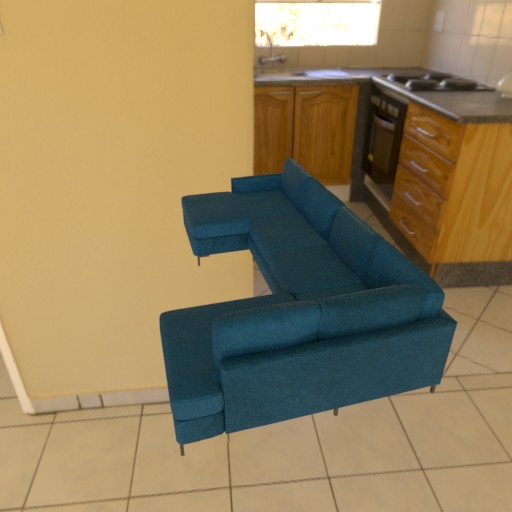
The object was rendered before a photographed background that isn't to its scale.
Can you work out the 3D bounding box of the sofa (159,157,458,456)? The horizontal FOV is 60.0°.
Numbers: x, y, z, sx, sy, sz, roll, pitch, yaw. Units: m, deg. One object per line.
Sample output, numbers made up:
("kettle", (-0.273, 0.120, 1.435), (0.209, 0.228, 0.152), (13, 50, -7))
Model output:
("sofa", (0.000, 0.000, 4.438), (2.055, 0.992, 3.434), (-8, 31, -13))
